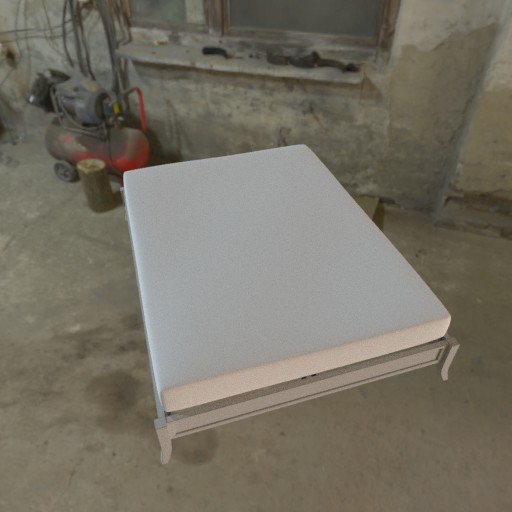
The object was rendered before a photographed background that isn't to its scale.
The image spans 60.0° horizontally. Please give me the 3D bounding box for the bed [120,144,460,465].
[{"bbox_3d":[0.000,0.000,2.906,1.604,0.510,2.108,-11,42,-13],"label":"bed"}]
